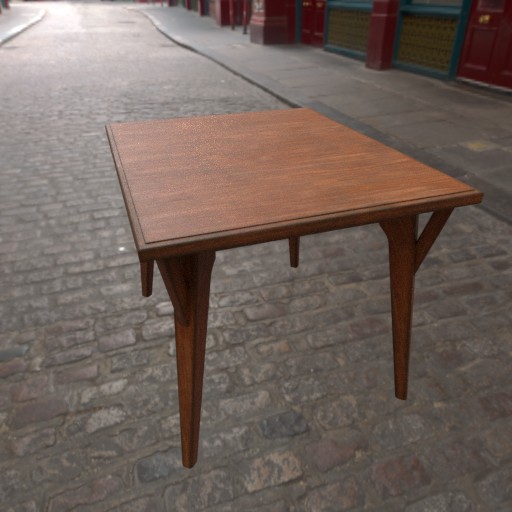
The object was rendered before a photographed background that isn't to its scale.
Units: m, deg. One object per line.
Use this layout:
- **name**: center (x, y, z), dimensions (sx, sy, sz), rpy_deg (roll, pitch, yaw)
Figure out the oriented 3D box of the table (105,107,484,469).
- **table**: center (0.000, 0.000, 1.562), dimensions (0.838, 0.761, 0.991), rpy_deg (-10, 32, -17)
